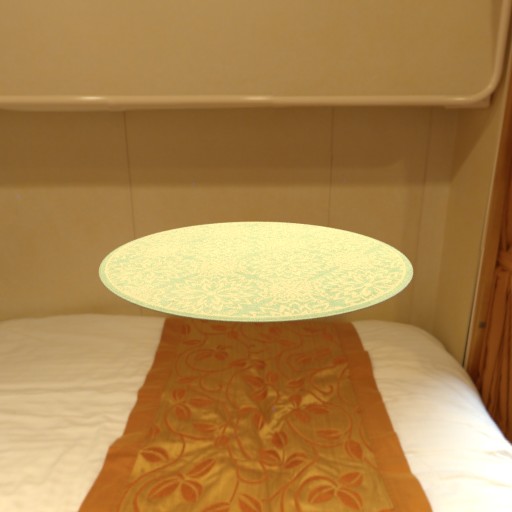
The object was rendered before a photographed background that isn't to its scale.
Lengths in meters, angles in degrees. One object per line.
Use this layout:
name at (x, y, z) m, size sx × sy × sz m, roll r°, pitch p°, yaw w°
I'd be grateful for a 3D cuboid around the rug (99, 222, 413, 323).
rug at (0.000, 0.000, 2.369) m, size 1.593 × 0.012 × 1.593 m, roll 0°, pitch 17°, yaw 0°
